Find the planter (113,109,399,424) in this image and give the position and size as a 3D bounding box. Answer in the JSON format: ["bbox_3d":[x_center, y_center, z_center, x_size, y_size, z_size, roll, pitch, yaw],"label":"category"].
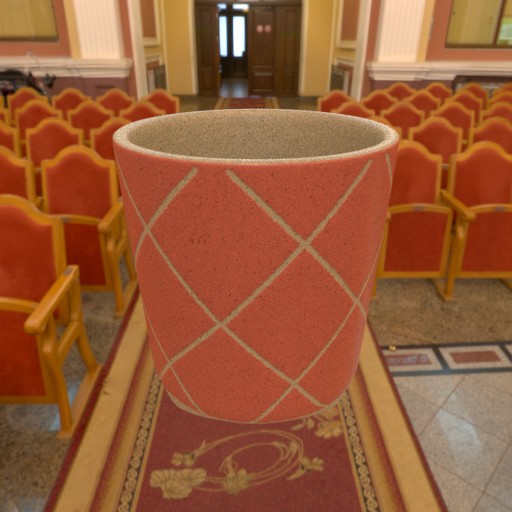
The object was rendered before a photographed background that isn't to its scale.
[{"bbox_3d":[0.000,0.000,0.416,0.227,0.235,0.227,0,26,0],"label":"planter"}]
